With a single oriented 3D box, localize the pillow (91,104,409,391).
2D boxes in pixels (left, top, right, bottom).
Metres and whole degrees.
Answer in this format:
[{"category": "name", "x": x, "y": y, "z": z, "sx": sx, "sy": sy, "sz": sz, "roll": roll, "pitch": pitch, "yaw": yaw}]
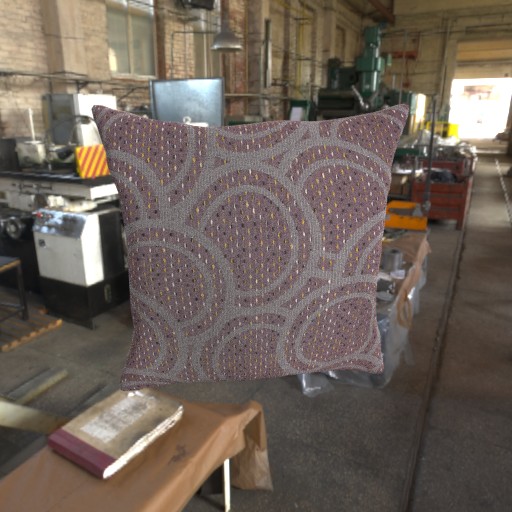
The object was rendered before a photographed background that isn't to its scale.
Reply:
[{"category": "pillow", "x": 0.000, "y": 0.000, "z": 0.787, "sx": 0.514, "sy": 0.513, "sz": 0.163, "roll": -2, "pitch": 18, "yaw": -7}]
